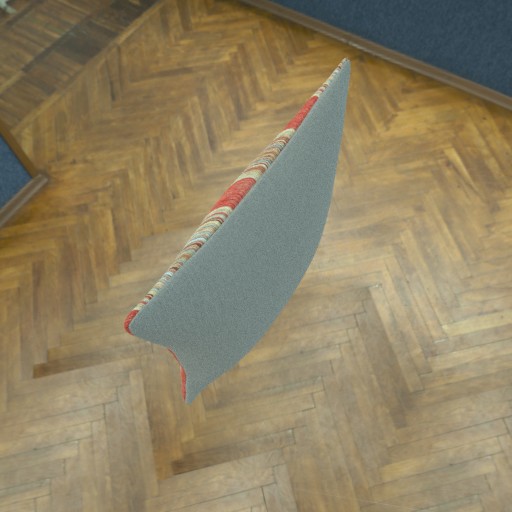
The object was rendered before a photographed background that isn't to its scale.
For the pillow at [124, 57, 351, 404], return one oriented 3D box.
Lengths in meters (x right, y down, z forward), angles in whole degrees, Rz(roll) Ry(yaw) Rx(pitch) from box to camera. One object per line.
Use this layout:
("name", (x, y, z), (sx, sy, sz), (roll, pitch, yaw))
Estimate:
("pillow", (0.000, 0.000, 0.665), (0.136, 0.419, 0.437), (31, 67, 15))
